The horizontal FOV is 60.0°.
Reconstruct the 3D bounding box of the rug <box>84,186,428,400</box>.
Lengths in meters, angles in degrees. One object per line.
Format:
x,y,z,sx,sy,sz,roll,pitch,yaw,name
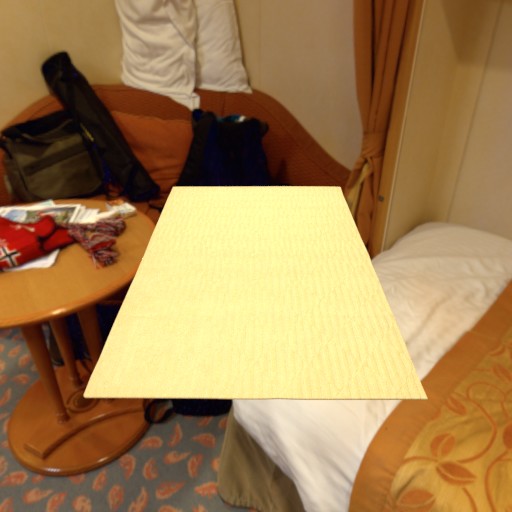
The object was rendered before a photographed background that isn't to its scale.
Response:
0.000,0.000,2.998,1.531,0.014,2.441,0,31,0,rug
